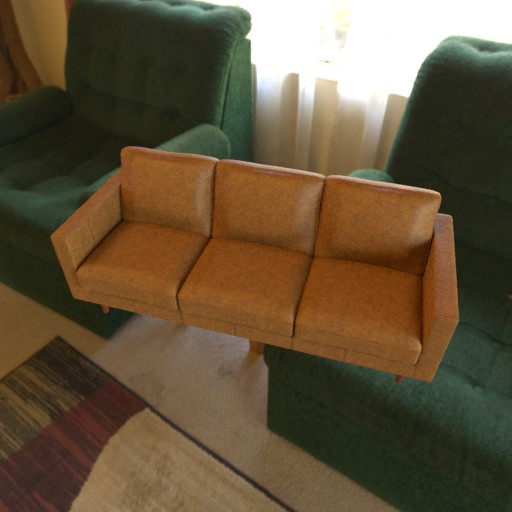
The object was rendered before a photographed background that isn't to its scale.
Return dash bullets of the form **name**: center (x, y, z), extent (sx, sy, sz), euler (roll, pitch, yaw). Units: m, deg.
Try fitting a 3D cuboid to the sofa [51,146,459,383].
- **sofa**: center (0.000, 0.000, 2.752), extent (2.231, 0.930, 0.903), euler (11, 42, 12)
